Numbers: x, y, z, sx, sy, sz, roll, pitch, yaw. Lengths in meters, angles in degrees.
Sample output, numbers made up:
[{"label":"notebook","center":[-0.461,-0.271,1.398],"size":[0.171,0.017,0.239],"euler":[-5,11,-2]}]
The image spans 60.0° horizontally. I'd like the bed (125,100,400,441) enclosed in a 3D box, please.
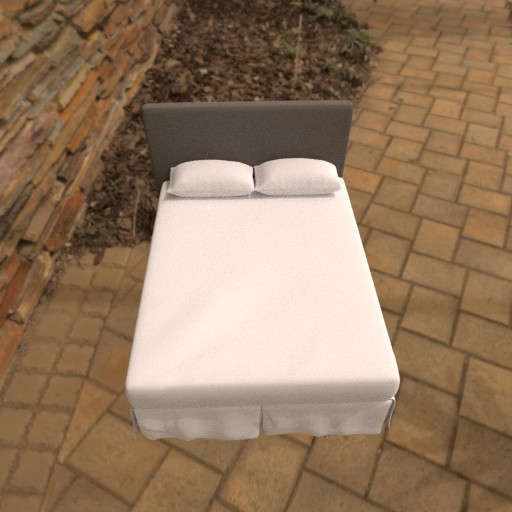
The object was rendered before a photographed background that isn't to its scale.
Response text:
[{"label":"bed","center":[0.000,0.000,3.199],"size":[1.723,1.330,2.142],"euler":[-1,46,-1]}]
